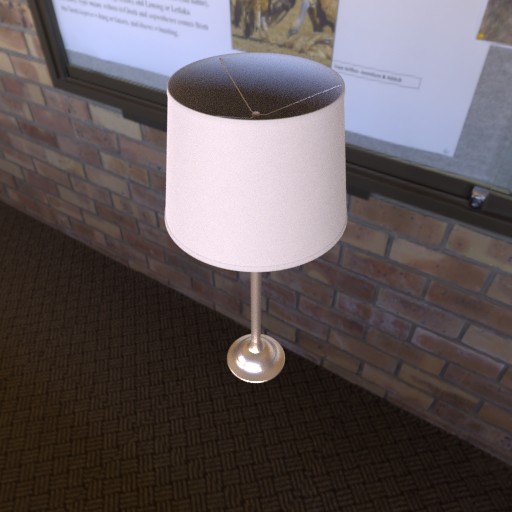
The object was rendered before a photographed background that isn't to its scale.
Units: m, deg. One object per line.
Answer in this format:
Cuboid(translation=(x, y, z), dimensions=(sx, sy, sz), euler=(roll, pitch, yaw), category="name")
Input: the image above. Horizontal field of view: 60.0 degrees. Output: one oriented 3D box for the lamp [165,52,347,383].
Cuboid(translation=(0.000, 0.000, 0.891), dimensions=(0.331, 0.698, 0.331), euler=(0, 42, 0), category="lamp")
